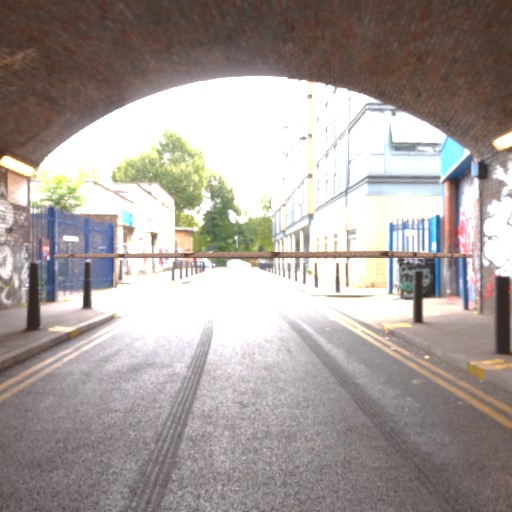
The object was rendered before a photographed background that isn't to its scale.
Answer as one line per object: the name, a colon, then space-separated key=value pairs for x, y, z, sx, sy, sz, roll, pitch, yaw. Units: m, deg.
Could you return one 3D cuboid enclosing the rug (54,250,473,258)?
rug: x=0.000 y=0.000 z=3.434 sx=2.743 sy=0.030 sz=1.778 roll=0 pitch=0 yaw=37
